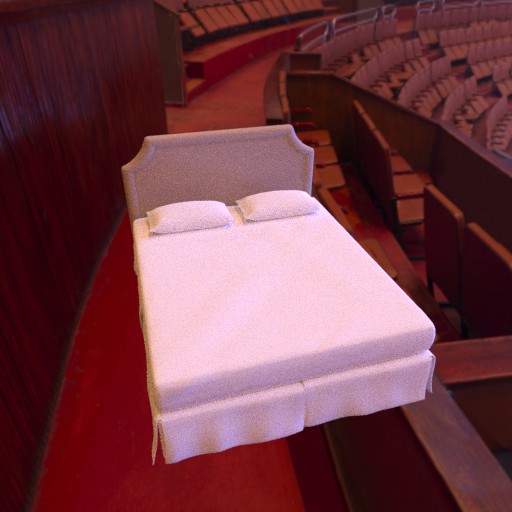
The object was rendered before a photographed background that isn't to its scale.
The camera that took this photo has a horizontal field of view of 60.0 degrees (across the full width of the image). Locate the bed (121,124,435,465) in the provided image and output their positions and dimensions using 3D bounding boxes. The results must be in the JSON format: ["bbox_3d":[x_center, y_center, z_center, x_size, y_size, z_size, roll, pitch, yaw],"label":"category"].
[{"bbox_3d":[0.000,0.000,4.155,2.350,1.590,2.773,-9,34,-14],"label":"bed"}]
